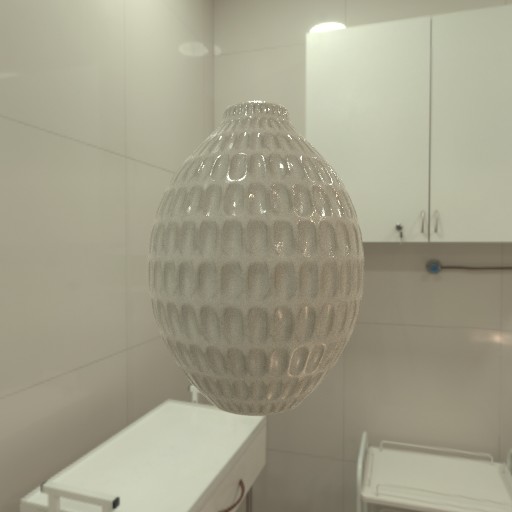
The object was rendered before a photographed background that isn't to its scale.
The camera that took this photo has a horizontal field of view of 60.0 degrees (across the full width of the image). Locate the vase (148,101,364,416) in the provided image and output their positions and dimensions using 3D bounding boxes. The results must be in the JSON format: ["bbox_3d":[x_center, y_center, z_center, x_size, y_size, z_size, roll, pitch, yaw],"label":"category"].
[{"bbox_3d":[0.000,0.000,0.341,0.162,0.223,0.162,0,1,0],"label":"vase"}]
